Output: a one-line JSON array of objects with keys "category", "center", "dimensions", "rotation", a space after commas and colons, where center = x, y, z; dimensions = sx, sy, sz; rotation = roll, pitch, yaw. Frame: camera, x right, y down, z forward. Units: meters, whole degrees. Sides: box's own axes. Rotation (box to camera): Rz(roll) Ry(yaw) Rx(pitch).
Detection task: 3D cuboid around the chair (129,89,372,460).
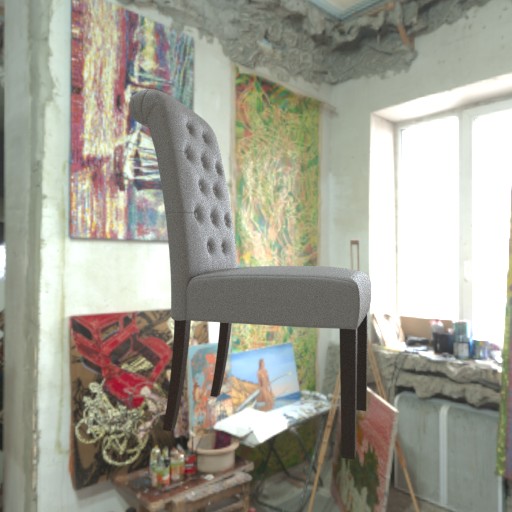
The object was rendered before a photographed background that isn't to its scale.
[{"category": "chair", "center": [0.000, 0.000, 1.383], "dimensions": [0.671, 1.006, 0.456], "rotation": [0, -1, 18]}]
